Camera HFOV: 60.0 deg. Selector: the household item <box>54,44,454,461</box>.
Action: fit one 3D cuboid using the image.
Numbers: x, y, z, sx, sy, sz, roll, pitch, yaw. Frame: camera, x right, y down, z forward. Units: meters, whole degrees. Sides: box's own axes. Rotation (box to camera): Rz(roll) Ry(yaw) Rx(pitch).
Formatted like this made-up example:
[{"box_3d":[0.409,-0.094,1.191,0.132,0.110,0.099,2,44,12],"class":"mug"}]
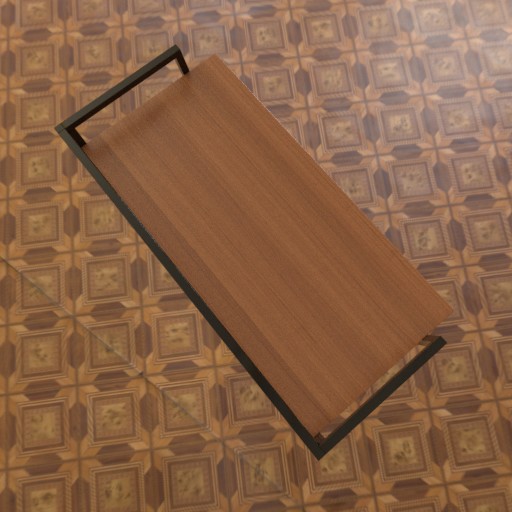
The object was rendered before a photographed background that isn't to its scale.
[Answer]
[{"box_3d":[0.000,0.000,1.519,0.510,0.860,1.050,-39,80,-9],"class":"household item"}]
